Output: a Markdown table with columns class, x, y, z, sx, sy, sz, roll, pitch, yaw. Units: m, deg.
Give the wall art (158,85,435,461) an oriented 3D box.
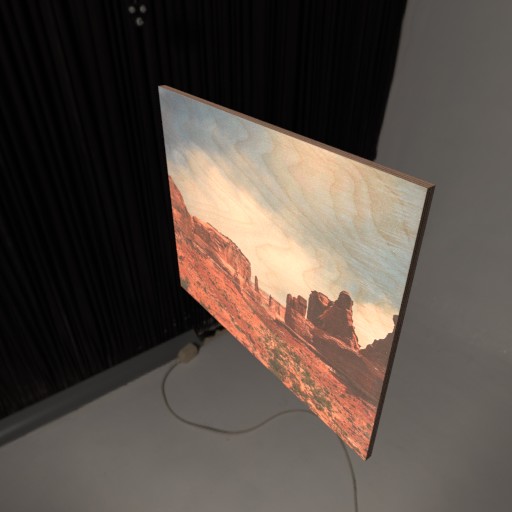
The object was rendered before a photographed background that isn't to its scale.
| class | x | y | z | sx | sy | sz | roll | pitch | yaw |
| --- | --- | --- | --- | --- | --- | --- | --- | --- | --- |
| wall art | 0.000 | 0.000 | 0.670 | 0.013 | 0.406 | 0.508 | -23 | 39 | -31 |
